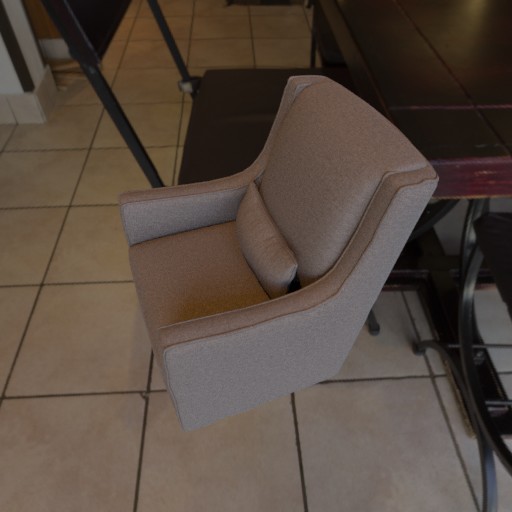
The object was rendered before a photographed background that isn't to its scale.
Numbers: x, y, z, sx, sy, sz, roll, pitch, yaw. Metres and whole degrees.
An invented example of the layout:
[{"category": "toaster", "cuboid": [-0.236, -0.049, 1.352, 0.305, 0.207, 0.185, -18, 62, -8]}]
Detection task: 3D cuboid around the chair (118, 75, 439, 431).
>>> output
[{"category": "chair", "cuboid": [0.000, 0.000, 1.610, 0.879, 0.993, 0.732, -16, 49, -15]}]
